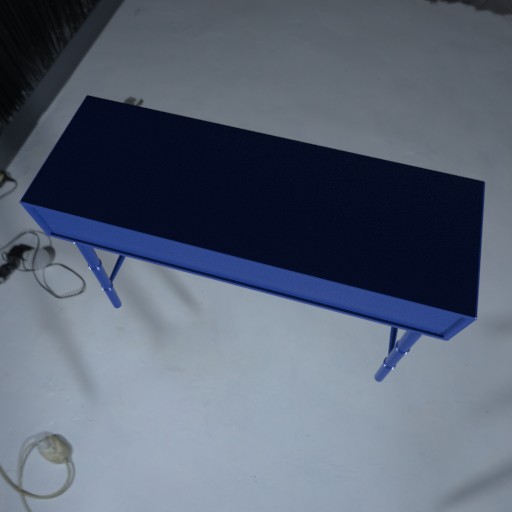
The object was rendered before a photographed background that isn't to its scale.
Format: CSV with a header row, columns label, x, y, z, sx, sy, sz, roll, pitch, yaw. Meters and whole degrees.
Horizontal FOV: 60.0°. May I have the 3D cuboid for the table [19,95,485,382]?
label,x,y,z,sx,sy,sz,roll,pitch,yaw
table,0.000,0.000,1.452,1.118,0.749,0.399,14,64,7
